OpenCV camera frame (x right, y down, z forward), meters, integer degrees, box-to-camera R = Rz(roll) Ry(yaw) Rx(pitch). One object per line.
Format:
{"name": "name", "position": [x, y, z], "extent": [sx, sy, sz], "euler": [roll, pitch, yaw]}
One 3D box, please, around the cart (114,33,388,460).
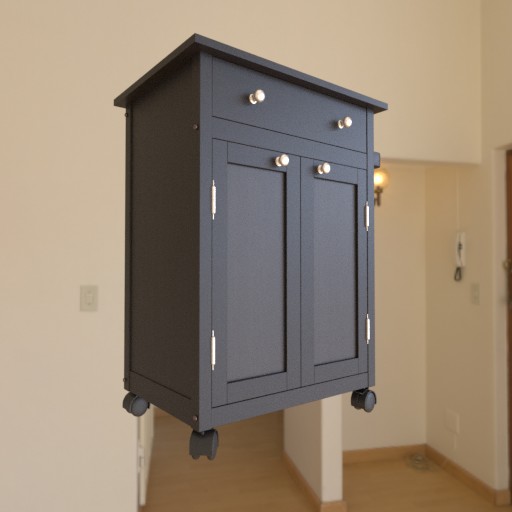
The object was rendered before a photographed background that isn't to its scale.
{"name": "cart", "position": [0.000, 0.000, 1.260], "extent": [0.660, 0.879, 0.456], "euler": [1, -2, -38]}
